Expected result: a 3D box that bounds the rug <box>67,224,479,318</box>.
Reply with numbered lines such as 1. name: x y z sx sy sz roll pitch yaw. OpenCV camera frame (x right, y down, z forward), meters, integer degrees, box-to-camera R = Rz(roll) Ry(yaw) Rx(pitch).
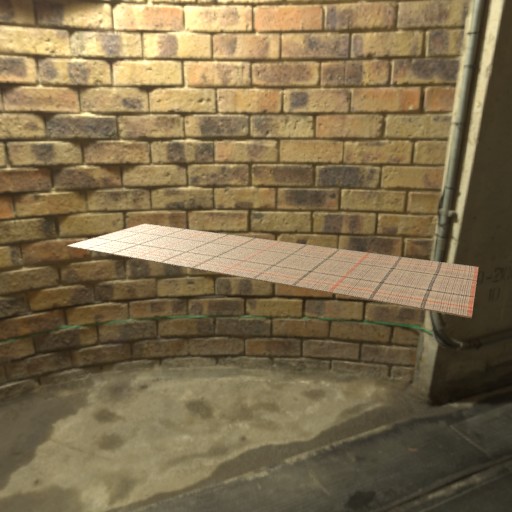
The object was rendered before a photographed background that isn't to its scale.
1. rug: 0.000 0.000 2.721 2.439 0.008 0.762 9 19 26
